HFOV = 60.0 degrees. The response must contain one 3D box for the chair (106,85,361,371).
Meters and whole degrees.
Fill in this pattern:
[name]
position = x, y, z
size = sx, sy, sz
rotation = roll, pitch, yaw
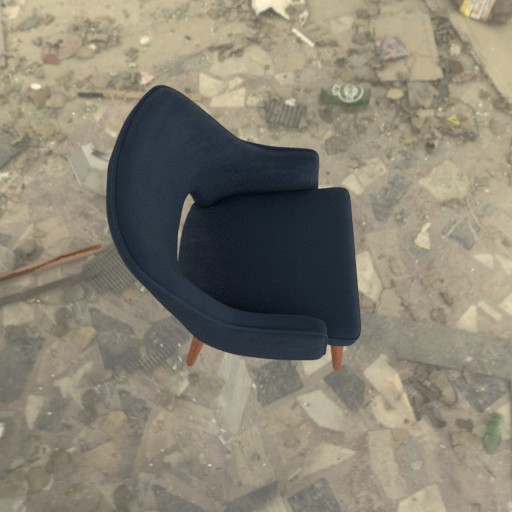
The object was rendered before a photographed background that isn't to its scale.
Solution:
[chair]
position = 0.000, 0.000, 1.231
size = 0.591, 0.844, 0.559
rotation = 1, 64, 1
